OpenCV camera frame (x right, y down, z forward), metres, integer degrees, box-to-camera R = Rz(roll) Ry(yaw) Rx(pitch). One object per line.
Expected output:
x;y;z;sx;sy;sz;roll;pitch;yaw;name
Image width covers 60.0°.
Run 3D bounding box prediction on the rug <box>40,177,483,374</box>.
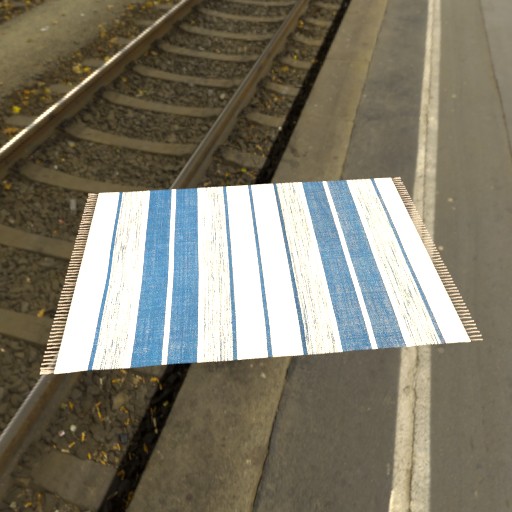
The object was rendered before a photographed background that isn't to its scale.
0.000;0.000;2.942;2.441;0.010;1.532;-4;47;-3;rug
